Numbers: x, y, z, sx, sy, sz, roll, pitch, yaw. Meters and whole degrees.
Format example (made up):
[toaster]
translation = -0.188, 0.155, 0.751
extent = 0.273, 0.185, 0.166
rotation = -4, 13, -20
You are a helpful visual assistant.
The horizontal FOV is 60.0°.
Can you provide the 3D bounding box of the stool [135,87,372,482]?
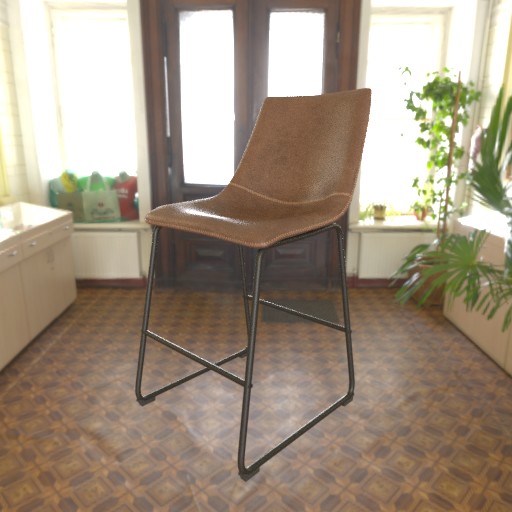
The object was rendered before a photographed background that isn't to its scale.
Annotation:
[stool]
translation = 0.000, 0.000, 1.229
extent = 0.460, 0.890, 0.550
rotation = 14, 20, 42
